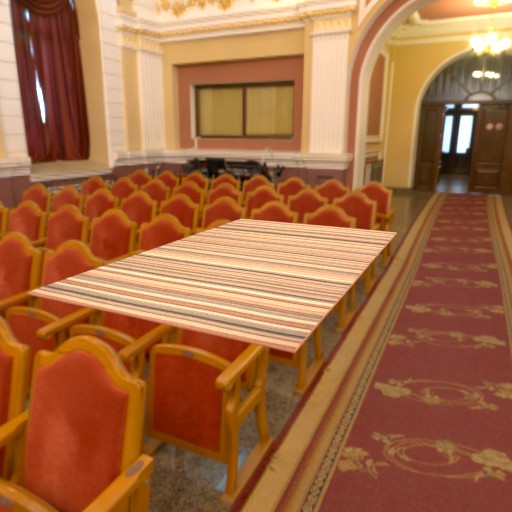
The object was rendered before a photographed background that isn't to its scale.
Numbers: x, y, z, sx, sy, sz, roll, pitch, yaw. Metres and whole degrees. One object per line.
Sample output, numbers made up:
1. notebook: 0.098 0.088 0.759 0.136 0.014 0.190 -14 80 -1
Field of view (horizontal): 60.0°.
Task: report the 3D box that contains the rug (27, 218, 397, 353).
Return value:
1. rug: 0.000 0.000 3.085 1.523 0.014 2.438 7 17 25
